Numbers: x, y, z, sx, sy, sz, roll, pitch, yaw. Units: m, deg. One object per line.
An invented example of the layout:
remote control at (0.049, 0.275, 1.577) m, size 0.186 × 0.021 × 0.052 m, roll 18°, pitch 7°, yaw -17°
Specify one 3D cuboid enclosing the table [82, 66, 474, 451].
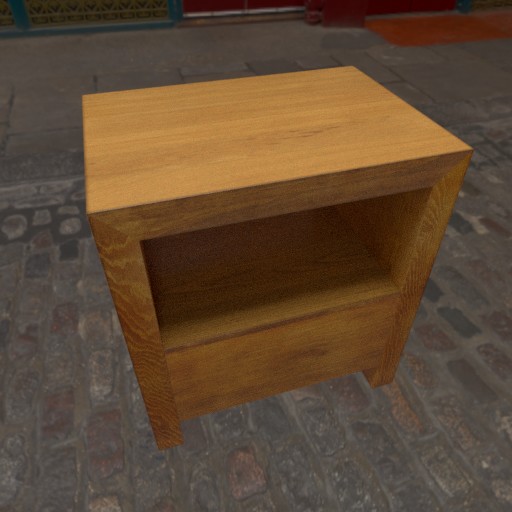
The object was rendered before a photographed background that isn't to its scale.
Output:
table at (0.000, 0.000, 0.934) m, size 0.550 × 0.605 × 0.400 m, roll -12°, pitch 42°, yaw -13°
